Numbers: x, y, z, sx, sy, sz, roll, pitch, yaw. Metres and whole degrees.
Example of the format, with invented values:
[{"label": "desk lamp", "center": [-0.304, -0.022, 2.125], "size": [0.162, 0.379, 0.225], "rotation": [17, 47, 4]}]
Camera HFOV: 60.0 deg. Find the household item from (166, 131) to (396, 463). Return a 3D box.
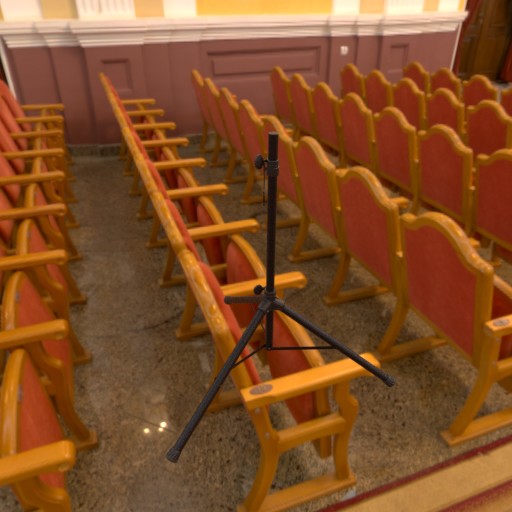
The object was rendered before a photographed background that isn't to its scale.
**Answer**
[{"label": "household item", "center": [0.000, 0.000, 1.890], "size": [1.045, 1.136, 0.907], "rotation": [-11, 33, -17]}]
